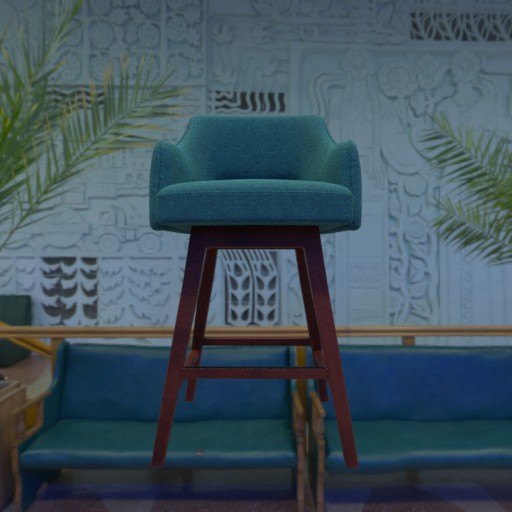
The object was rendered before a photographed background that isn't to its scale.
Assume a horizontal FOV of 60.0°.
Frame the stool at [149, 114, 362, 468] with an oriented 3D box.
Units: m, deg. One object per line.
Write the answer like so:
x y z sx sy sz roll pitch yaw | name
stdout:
0.000 0.000 1.275 0.548 0.961 0.556 0 0 1 | stool
